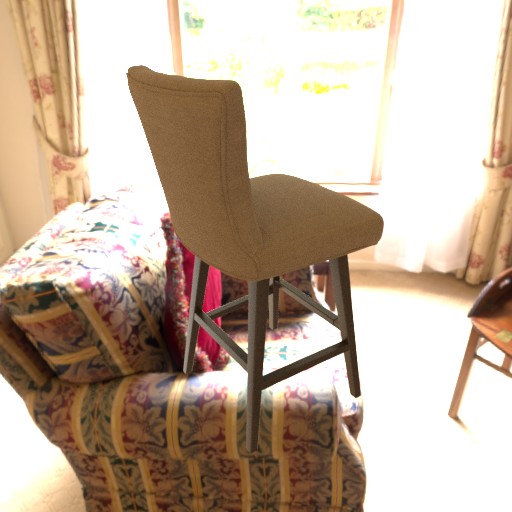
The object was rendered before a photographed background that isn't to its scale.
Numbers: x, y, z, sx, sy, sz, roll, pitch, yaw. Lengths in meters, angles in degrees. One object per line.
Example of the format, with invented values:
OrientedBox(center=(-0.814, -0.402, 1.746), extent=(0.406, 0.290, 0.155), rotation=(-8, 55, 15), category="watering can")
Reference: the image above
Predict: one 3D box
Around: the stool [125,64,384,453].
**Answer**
OrientedBox(center=(0.000, 0.000, 1.377), extent=(0.574, 1.086, 0.514), rotation=(-18, 33, -31), category="stool")
